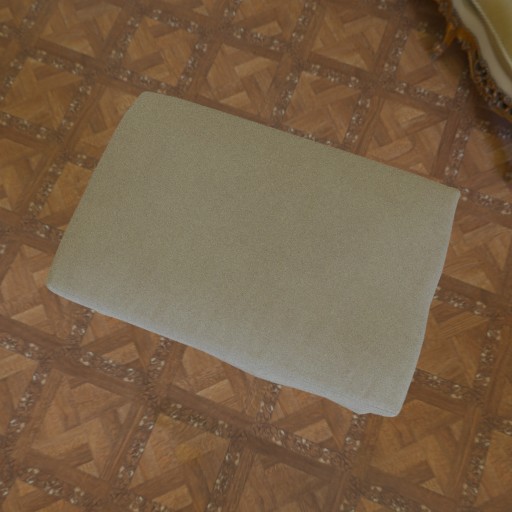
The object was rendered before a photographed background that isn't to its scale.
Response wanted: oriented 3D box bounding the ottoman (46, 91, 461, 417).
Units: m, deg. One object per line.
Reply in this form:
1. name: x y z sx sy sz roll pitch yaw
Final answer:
1. ottoman: 0.000 0.000 1.195 0.872 0.444 0.590 19 76 5
